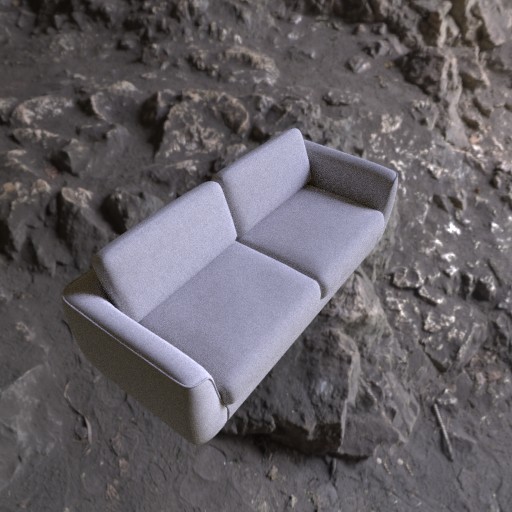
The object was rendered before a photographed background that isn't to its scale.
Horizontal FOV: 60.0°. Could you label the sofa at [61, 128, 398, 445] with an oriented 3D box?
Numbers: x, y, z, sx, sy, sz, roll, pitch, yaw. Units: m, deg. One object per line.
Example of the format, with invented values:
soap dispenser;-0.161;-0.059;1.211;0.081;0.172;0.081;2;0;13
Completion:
sofa;0.000;0.000;2.549;0.920;0.850;2.000;26;48;27
